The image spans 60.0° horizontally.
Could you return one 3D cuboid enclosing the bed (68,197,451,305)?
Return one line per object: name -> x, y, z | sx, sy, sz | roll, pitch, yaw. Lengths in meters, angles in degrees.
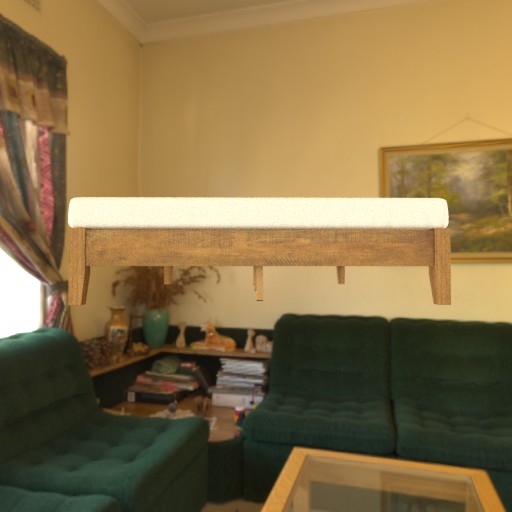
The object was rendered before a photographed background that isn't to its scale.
bed -> 0.000, 0.000, 2.757 | 1.536, 0.431, 2.016 | 0, -1, -1
